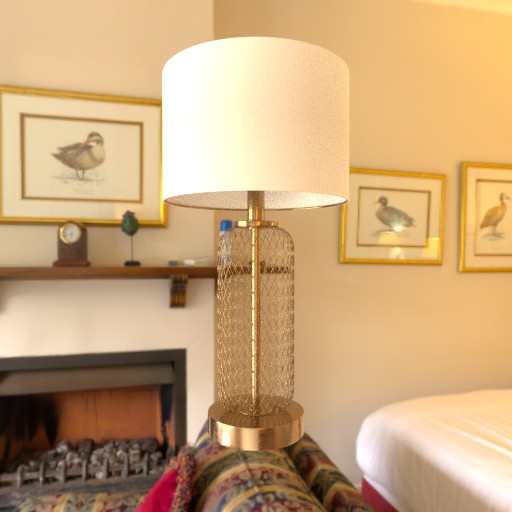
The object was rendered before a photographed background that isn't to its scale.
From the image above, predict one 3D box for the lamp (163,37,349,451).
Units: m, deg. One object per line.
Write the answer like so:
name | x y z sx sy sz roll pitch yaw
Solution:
lamp | 0.000 0.000 0.613 0.252 0.483 0.252 0 1 37
